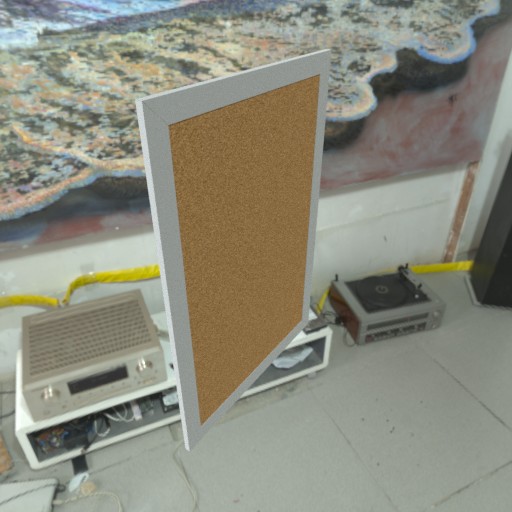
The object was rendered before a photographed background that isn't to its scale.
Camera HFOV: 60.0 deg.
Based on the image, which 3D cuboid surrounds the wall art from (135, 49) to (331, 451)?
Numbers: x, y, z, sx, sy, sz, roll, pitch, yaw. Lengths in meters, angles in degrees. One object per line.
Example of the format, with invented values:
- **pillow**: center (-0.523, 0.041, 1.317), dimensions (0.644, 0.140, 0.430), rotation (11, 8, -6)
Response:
- **wall art**: center (0.000, 0.000, 0.833), dimensions (0.011, 0.659, 0.454), rotation (21, 39, 29)
